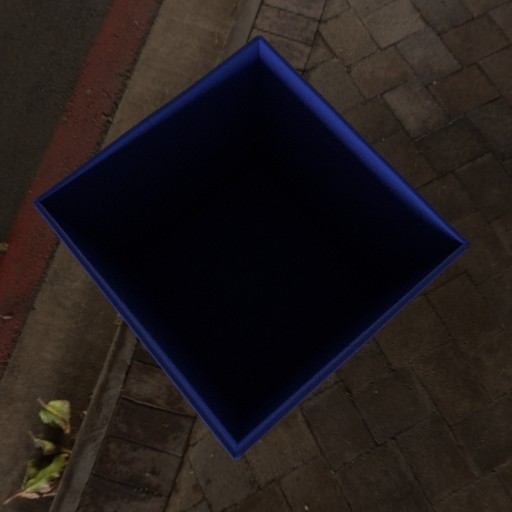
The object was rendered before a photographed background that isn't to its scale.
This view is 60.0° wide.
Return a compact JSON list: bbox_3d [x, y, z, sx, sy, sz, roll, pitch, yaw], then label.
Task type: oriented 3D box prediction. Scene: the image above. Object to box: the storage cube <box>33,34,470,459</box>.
[{"bbox_3d":[0.000,0.000,0.501,0.270,0.280,0.270,-40,80,-9],"label":"storage cube"}]
